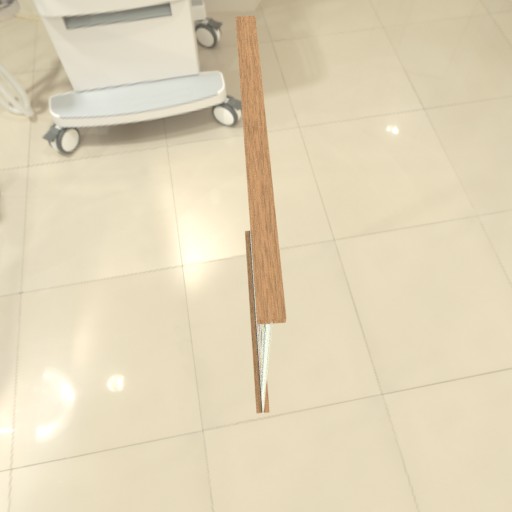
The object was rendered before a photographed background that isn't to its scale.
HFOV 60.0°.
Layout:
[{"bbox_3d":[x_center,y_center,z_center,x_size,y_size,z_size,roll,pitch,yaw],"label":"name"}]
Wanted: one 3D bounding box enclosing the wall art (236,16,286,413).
[{"bbox_3d":[0.000,0.000,0.796,0.028,0.609,0.456,-3,63,-2],"label":"wall art"}]
